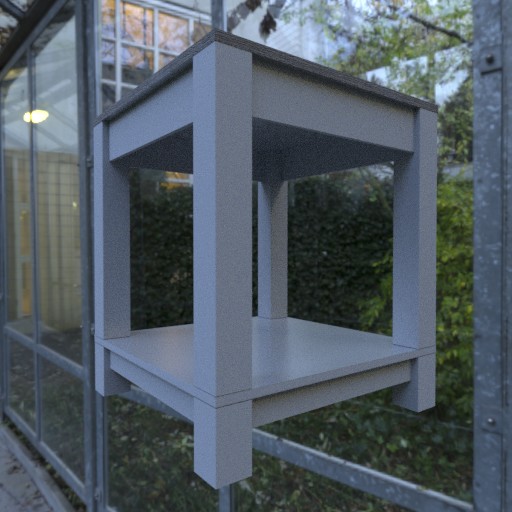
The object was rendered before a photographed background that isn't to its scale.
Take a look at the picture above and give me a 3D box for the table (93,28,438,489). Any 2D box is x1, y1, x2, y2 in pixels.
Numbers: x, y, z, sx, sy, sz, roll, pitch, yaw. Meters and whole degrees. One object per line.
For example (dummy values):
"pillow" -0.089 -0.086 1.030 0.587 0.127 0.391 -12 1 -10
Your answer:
"table" 0.000 0.000 0.916 0.506 0.587 0.504 -1 1 -37
